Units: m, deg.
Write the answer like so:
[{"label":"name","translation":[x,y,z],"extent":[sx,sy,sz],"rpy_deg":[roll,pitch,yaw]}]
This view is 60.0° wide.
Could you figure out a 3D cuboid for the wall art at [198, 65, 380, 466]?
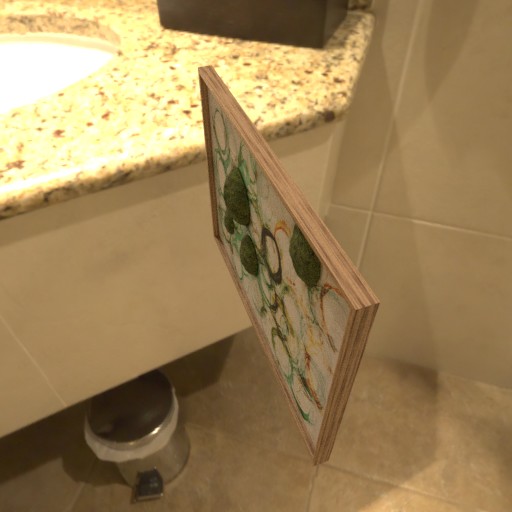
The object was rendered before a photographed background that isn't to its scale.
[{"label":"wall art","translation":[0.000,0.000,1.106],"extent":[0.063,0.609,0.841],"rpy_deg":[-15,48,-14]}]
